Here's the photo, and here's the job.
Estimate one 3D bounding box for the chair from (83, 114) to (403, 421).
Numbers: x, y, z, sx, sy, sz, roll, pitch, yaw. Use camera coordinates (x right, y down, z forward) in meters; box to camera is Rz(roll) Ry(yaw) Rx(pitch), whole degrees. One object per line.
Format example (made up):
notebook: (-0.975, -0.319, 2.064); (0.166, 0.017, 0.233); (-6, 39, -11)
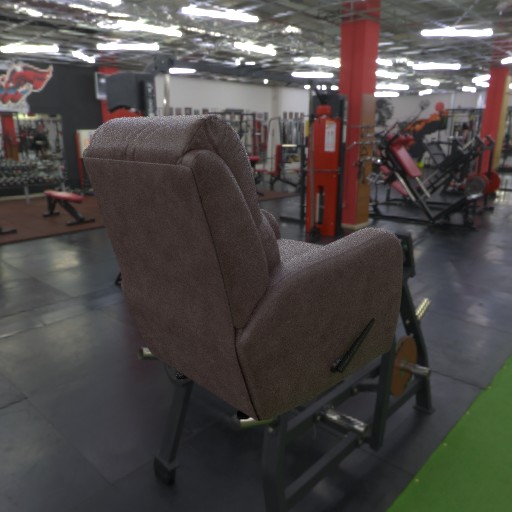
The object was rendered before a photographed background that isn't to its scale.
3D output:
chair: (0.000, 0.000, 1.796); (1.067, 1.067, 0.865); (-15, 21, -42)
